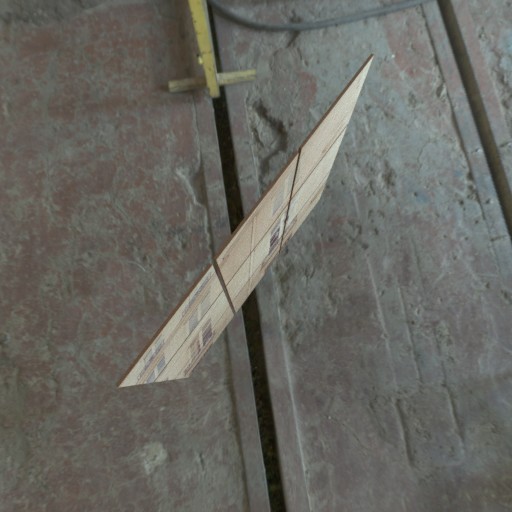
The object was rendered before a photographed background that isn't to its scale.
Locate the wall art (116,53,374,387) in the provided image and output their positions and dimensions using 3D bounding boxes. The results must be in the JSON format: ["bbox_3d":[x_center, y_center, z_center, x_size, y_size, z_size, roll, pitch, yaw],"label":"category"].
[{"bbox_3d":[0.000,0.000,2.302,0.023,1.522,1.526,35,78,8],"label":"wall art"}]
